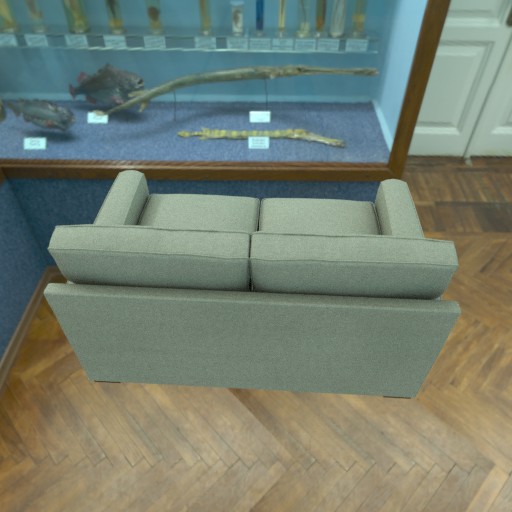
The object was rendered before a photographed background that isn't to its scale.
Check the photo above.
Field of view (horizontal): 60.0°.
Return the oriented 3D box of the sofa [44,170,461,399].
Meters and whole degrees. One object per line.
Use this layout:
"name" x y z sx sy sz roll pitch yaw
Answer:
"sofa" 0.000 0.000 2.048 1.484 0.853 0.940 2 46 2
